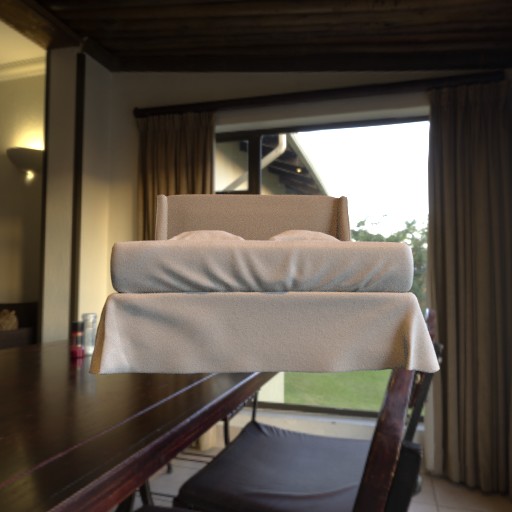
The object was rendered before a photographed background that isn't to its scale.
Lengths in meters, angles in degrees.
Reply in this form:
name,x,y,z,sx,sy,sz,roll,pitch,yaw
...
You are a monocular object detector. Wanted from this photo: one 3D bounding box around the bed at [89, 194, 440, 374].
name,x,y,z,sx,sy,sz,roll,pitch,yaw
bed,0.000,0.000,3.377,1.925,1.332,2.276,0,-3,-2
